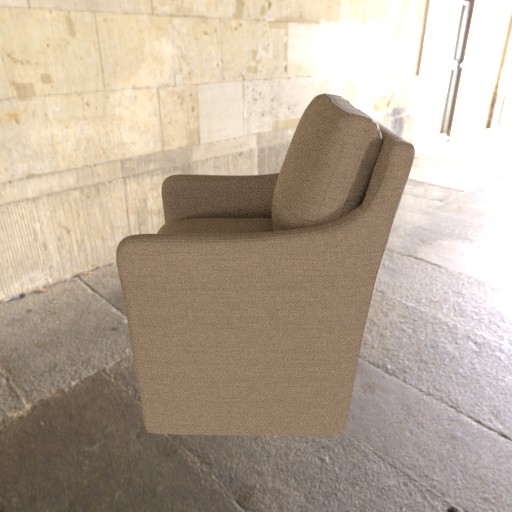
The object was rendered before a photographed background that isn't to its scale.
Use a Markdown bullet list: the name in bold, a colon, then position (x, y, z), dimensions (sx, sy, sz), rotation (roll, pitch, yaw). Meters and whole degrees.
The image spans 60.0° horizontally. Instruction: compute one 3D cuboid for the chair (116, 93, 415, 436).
- **chair**: position (0.000, 0.000, 1.376), dimensions (0.694, 0.914, 0.626), rotation (0, 25, 1)
